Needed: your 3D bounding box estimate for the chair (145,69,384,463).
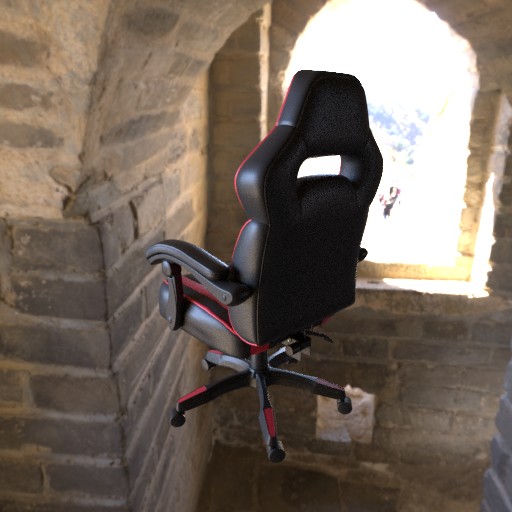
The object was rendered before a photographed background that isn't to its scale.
[{"bbox_3d":[0.000,0.000,1.626,0.700,1.220,0.700,-15,22,-41],"label":"chair"}]
